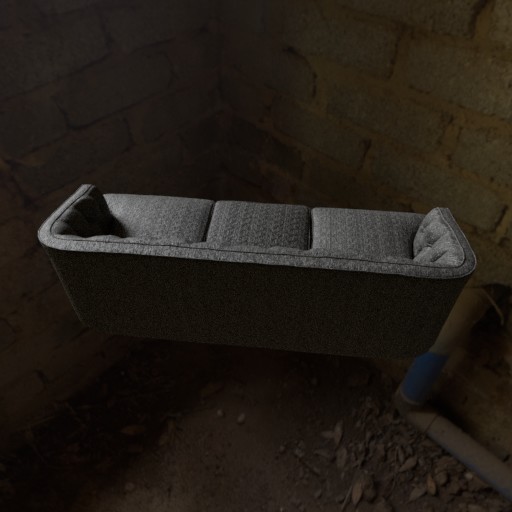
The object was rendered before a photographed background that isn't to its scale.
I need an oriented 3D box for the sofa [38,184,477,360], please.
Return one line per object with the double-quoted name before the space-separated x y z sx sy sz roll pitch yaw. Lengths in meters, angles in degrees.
"sofa" 0.000 0.000 2.722 2.278 0.855 0.941 4 46 4
